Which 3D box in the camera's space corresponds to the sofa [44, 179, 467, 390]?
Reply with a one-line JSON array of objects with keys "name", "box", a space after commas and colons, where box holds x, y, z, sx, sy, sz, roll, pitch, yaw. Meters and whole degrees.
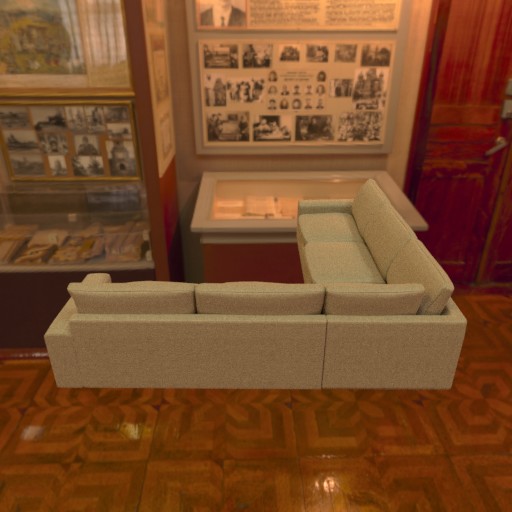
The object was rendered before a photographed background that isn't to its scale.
[{"name": "sofa", "box": [0.000, 0.000, 4.071, 2.742, 0.800, 2.622, 0, 27, 1]}]
